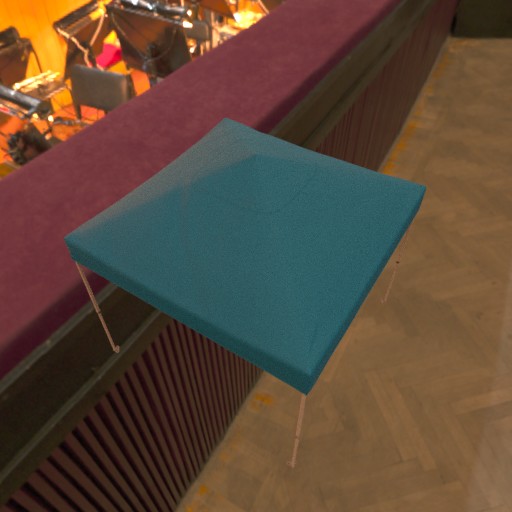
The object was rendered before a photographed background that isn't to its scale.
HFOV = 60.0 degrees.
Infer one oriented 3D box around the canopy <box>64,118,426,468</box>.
[{"bbox_3d":[0.000,0.000,5.562,2.996,2.997,2.998,25,52,22],"label":"canopy"}]
